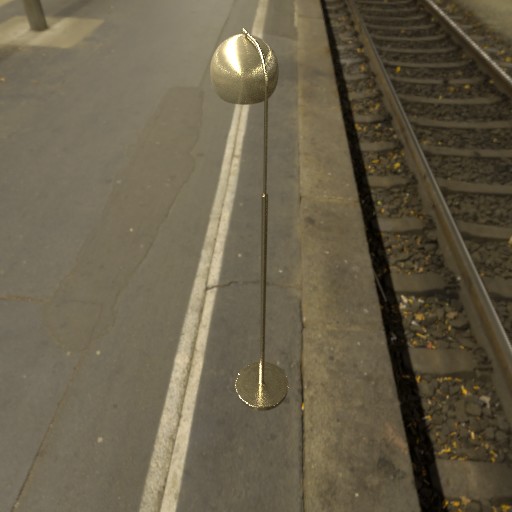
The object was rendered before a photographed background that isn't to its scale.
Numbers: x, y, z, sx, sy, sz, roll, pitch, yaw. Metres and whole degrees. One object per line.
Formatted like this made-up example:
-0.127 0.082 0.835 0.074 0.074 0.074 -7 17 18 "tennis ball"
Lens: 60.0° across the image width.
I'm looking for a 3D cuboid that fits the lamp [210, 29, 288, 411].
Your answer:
0.000 0.000 1.680 0.250 1.526 0.431 -12 43 -13 "lamp"
